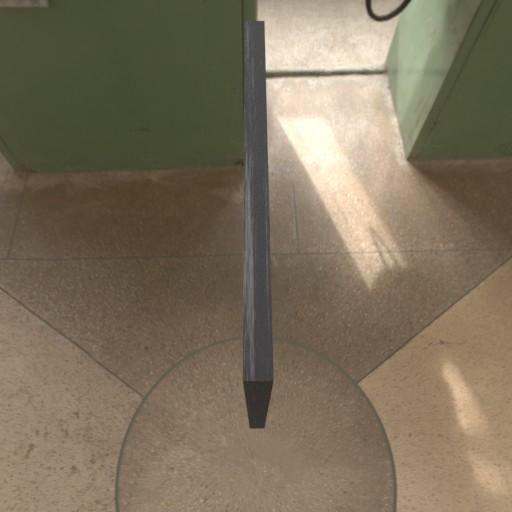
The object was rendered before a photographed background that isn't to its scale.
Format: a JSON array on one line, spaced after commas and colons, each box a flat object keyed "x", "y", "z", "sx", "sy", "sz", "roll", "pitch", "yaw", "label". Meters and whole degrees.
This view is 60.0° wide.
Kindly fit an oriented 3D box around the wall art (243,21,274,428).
[{"x": 0.000, "y": 0.000, "z": 1.133, "sx": 0.043, "sy": 0.758, "sz": 0.762, "roll": 0, "pitch": 64, "yaw": 0, "label": "wall art"}]
